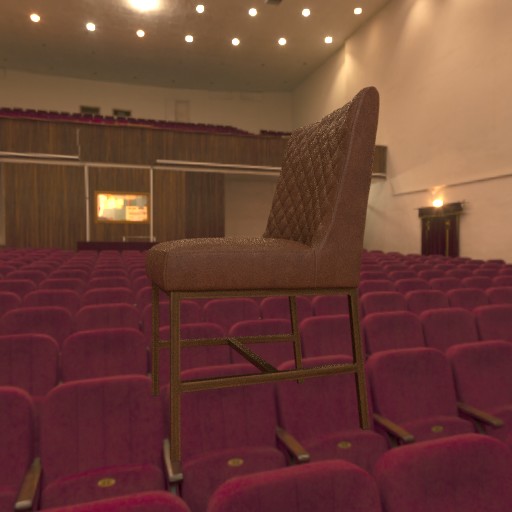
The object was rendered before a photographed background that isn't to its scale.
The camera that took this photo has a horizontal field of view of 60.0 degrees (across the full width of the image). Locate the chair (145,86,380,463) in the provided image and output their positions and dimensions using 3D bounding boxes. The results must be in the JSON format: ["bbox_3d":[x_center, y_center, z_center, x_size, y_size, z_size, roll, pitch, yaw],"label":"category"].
[{"bbox_3d":[0.000,0.000,1.267,0.587,0.889,0.508,0,1,-18],"label":"chair"}]
